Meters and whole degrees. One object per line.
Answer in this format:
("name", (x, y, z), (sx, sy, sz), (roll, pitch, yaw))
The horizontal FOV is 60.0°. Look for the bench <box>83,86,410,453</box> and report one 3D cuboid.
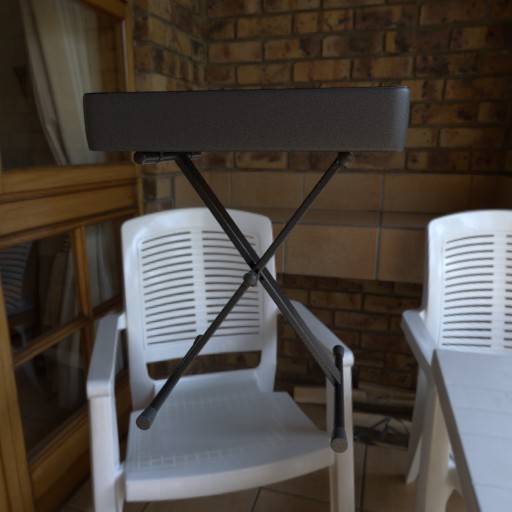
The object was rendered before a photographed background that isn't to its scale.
("bench", (0.000, 0.000, 0.757), (0.424, 0.500, 0.321), (2, 14, 10))
